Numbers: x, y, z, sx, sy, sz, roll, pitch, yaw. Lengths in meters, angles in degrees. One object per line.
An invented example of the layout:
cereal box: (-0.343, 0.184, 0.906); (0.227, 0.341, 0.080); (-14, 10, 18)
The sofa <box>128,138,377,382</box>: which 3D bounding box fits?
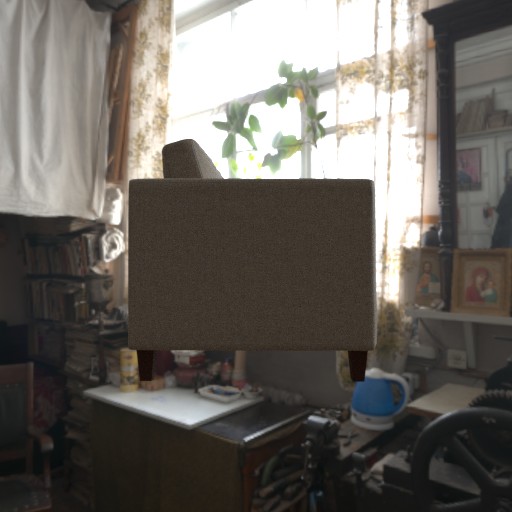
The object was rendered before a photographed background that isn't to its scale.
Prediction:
sofa: (0.000, 0.000, 2.821); (0.951, 0.965, 2.434); (0, 0, 1)
